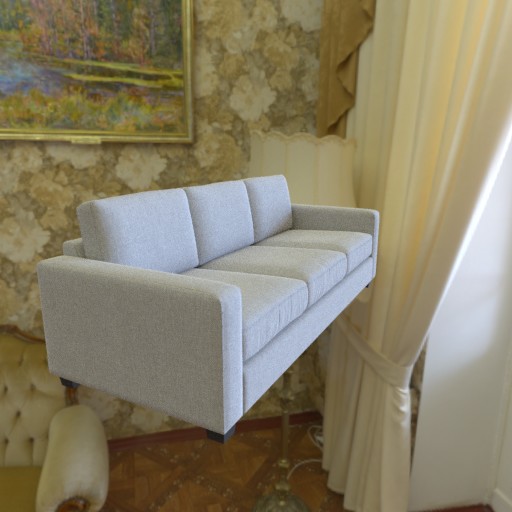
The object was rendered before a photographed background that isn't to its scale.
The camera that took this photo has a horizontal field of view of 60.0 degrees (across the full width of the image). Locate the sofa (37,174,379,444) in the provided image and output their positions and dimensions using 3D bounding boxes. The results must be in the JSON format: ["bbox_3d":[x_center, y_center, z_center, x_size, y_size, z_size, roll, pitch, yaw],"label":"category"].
[{"bbox_3d":[0.000,0.000,2.507,0.900,0.800,2.120,7,16,27],"label":"sofa"}]
